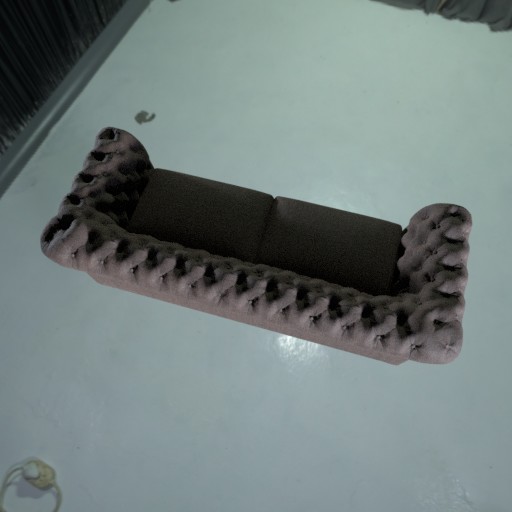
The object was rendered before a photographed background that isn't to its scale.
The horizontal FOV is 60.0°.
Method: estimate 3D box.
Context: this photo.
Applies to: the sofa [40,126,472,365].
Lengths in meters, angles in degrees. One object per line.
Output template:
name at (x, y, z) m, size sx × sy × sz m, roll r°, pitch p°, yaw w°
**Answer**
sofa at (0.000, 0.000, 2.789) m, size 2.385 × 0.787 × 0.944 m, roll 14°, pitch 64°, yaw 7°
